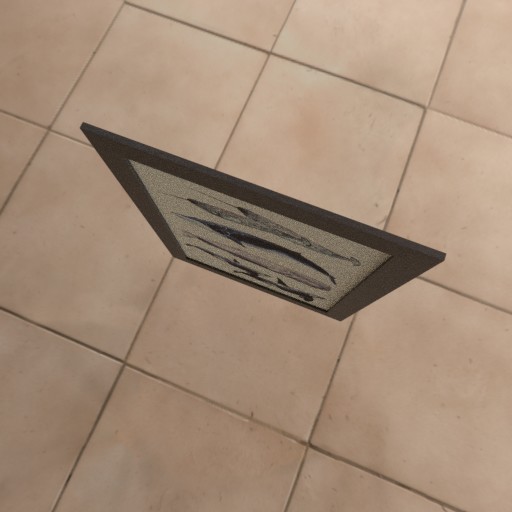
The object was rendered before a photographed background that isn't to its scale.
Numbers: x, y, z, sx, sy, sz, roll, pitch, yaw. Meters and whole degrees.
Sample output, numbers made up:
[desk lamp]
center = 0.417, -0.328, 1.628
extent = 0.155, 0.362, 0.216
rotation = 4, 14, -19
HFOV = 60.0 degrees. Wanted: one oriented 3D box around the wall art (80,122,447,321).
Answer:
[wall art]
center = 0.000, 0.000, 1.460
extent = 0.810, 1.116, 0.016
rotation = 21, 76, 5
